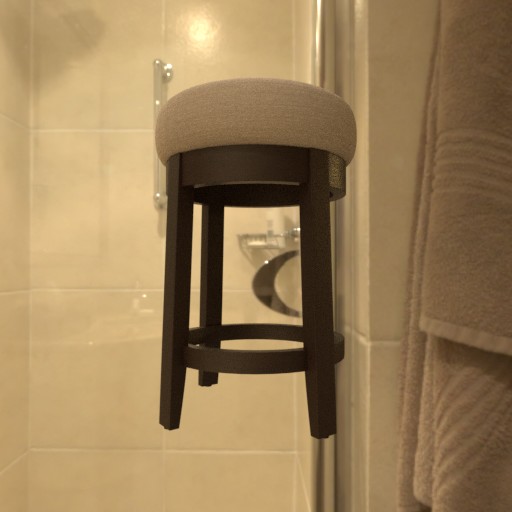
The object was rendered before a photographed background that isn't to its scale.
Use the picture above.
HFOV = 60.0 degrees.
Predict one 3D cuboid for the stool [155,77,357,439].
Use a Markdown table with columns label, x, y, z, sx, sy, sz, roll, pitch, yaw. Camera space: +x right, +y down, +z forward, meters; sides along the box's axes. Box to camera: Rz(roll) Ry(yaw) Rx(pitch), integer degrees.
| label | x | y | z | sx | sy | sz | roll | pitch | yaw |
| --- | --- | --- | --- | --- | --- | --- | --- | --- | --- |
| stool | 0.000 | 0.000 | 0.993 | 0.443 | 0.672 | 0.443 | 0 | -1 | 0 |
